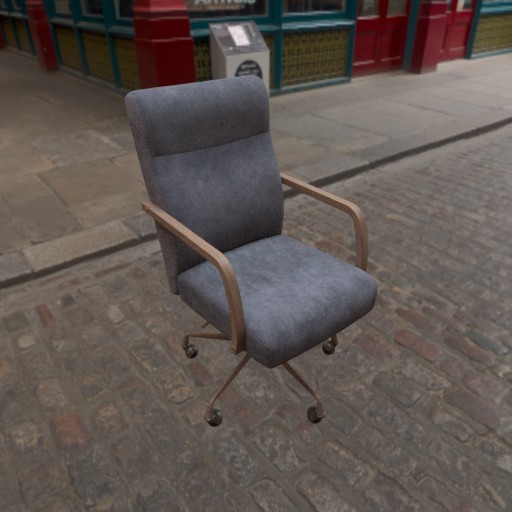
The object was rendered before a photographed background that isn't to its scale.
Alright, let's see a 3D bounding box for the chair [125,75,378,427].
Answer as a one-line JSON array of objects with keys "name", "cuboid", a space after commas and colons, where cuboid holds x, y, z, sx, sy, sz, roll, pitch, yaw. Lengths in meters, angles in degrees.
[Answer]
[{"name": "chair", "cuboid": [0.000, 0.000, 1.498, 0.640, 1.029, 0.741, -22, 38, -32]}]
